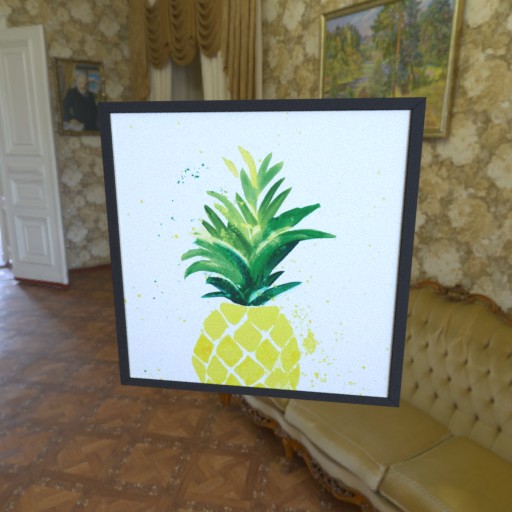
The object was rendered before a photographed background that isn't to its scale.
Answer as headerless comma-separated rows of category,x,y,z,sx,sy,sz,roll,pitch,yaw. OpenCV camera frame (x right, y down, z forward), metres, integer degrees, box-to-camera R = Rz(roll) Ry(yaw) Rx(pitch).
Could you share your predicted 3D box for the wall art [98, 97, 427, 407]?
wall art,0.000,0.000,0.460,0.305,0.304,0.033,2,14,8
